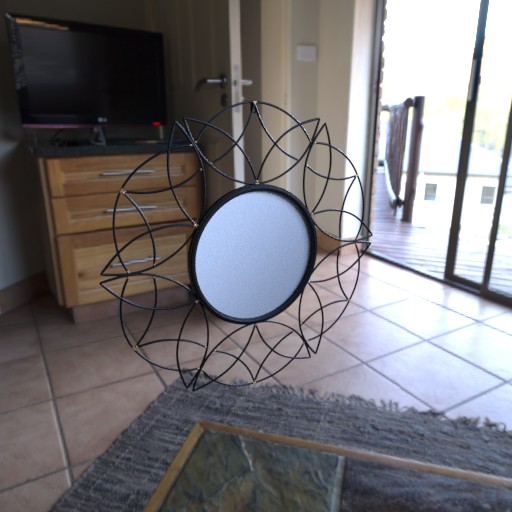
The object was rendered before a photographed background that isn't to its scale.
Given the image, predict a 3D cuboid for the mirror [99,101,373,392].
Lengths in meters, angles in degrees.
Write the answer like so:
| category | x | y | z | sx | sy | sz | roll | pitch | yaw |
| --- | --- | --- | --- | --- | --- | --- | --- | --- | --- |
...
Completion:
| category | x | y | z | sx | sy | sz | roll | pitch | yaw |
| --- | --- | --- | --- | --- | --- | --- | --- | --- | --- |
| mirror | 0.000 | 0.000 | 1.171 | 0.797 | 0.775 | 0.028 | -9 | 19 | -27 |
